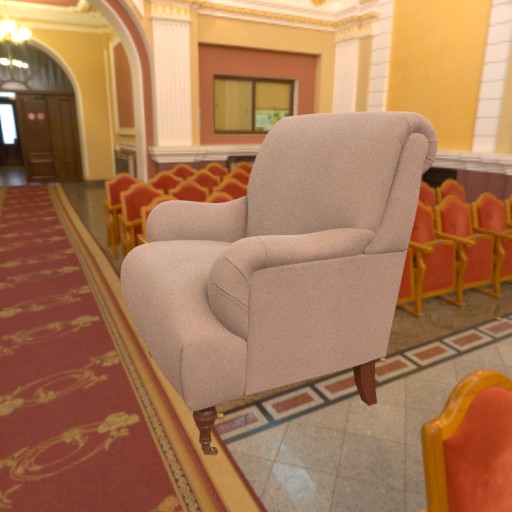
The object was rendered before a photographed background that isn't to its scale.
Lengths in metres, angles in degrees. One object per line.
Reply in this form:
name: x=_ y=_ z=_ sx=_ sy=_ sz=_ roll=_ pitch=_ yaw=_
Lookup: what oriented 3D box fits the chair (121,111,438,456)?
chair: x=0.000 y=0.000 z=1.513 sx=0.842 sy=0.942 sz=0.766 roll=-8 pitch=18 yaw=-26
